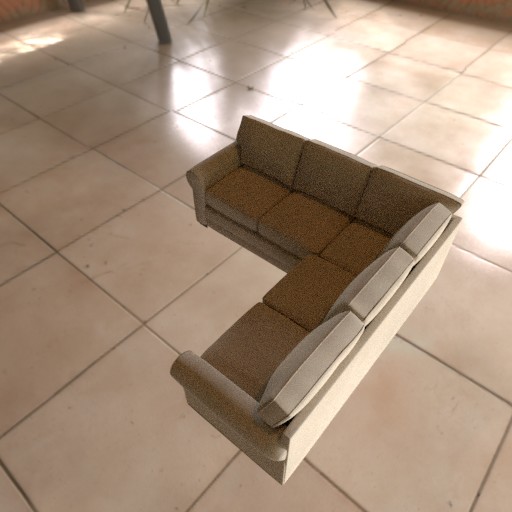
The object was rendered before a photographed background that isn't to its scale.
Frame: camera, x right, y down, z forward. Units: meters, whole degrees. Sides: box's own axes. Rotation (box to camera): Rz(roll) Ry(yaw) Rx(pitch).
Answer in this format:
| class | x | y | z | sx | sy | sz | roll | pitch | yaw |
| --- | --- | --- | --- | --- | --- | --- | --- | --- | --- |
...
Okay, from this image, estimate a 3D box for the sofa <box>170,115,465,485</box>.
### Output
| class | x | y | z | sx | sy | sz | roll | pitch | yaw |
| --- | --- | --- | --- | --- | --- | --- | --- | --- | --- |
| sofa | 0.000 | 0.000 | 3.841 | 2.487 | 1.054 | 2.569 | 31 | 53 | 27 |
